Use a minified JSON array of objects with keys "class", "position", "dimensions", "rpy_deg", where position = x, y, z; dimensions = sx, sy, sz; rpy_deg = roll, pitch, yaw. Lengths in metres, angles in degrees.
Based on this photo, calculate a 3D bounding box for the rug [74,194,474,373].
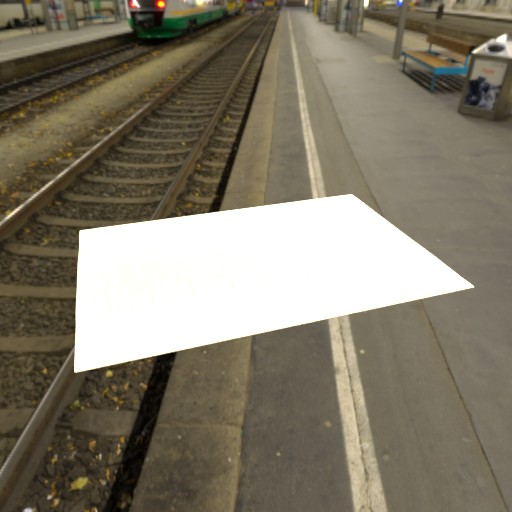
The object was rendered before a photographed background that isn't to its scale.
[{"class":"rug","position":[0.000,0.000,2.424],"dimensions":[1.850,0.006,1.234],"rpy_deg":[-9,32,-15]}]
